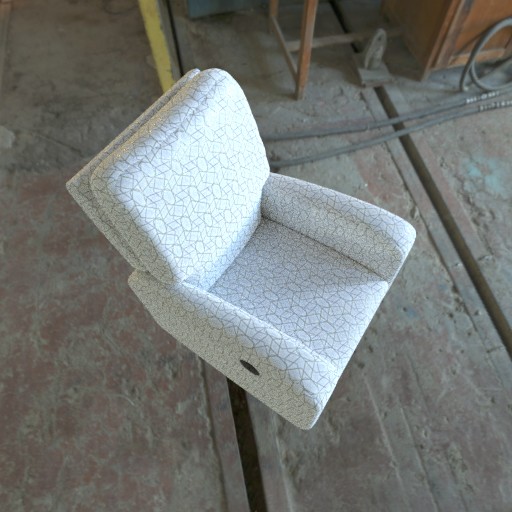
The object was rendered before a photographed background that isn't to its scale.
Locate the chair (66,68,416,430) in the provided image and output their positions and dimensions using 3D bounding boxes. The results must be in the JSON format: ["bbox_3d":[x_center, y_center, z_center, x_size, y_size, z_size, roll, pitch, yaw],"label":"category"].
[{"bbox_3d":[0.000,0.000,1.725,0.995,1.064,0.796,29,64,16],"label":"chair"}]
